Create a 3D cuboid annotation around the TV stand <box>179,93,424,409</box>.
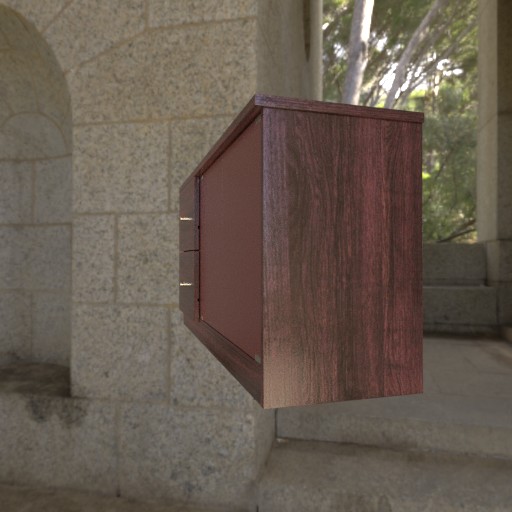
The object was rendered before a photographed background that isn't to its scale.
[{"bbox_3d":[0.000,0.000,1.470,0.404,0.614,1.192,0,0,-17],"label":"TV stand"}]
